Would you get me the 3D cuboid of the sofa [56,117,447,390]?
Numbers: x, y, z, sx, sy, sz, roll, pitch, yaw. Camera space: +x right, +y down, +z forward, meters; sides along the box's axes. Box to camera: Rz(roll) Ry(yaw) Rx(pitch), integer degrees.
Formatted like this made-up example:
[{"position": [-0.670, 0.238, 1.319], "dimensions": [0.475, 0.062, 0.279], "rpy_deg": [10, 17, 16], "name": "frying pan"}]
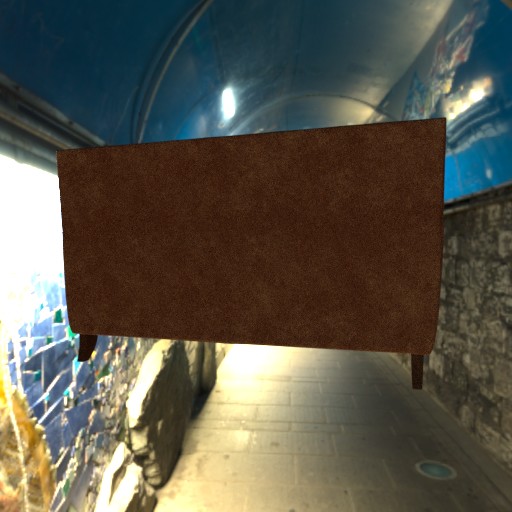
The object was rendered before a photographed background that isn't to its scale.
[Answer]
[{"position": [0.000, 0.000, 1.956], "dimensions": [1.473, 0.871, 0.787], "rpy_deg": [0, 0, 17], "name": "sofa"}]
